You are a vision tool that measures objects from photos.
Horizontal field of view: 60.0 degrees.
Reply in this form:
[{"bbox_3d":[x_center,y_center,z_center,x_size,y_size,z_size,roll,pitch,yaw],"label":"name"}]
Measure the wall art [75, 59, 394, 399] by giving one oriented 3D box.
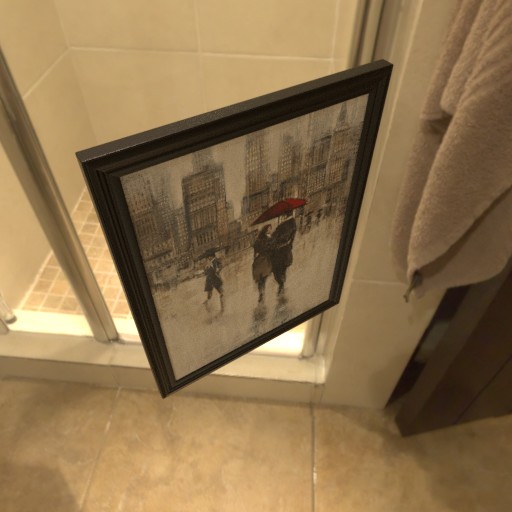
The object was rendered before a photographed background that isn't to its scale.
[{"bbox_3d":[0.000,0.000,1.611,0.950,1.194,0.053,-25,52,-21],"label":"wall art"}]
